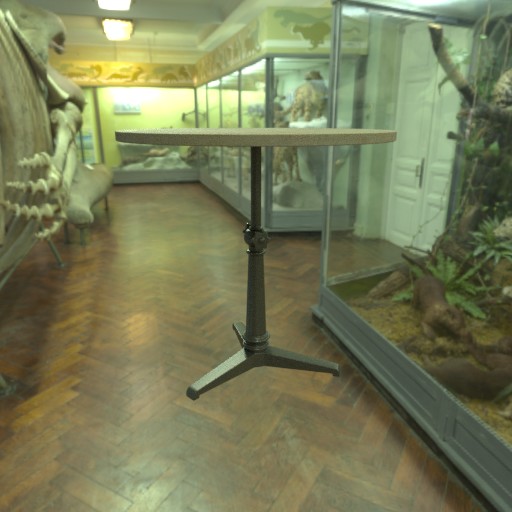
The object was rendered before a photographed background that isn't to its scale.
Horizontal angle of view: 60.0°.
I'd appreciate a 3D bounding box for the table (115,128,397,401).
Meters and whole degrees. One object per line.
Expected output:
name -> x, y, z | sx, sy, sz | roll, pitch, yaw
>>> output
table -> 0.000, 0.000, 1.428 | 0.800, 0.780, 0.800 | 0, 17, 0
